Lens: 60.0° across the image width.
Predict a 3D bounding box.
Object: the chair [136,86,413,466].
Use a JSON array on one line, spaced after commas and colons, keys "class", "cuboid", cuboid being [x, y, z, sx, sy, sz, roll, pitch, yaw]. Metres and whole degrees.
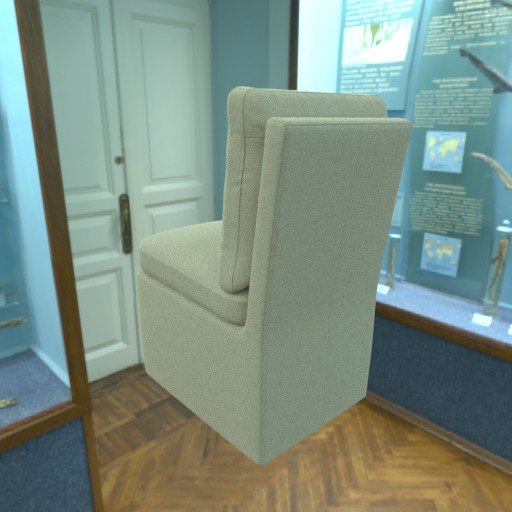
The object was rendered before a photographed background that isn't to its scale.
[{"class": "chair", "cuboid": [0.000, 0.000, 1.348, 0.503, 0.927, 0.698, -15, 22, -39]}]
